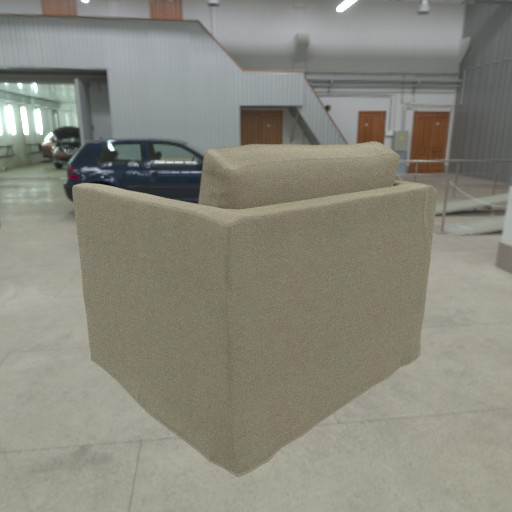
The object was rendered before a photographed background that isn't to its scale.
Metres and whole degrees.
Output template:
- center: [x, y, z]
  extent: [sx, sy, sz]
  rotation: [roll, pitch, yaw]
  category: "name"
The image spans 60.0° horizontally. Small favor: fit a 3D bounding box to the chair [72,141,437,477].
- center: [0.000, 0.000, 1.720]
  extent: [1.057, 0.863, 0.949]
  rotation: [-14, 21, -41]
  category: "chair"
